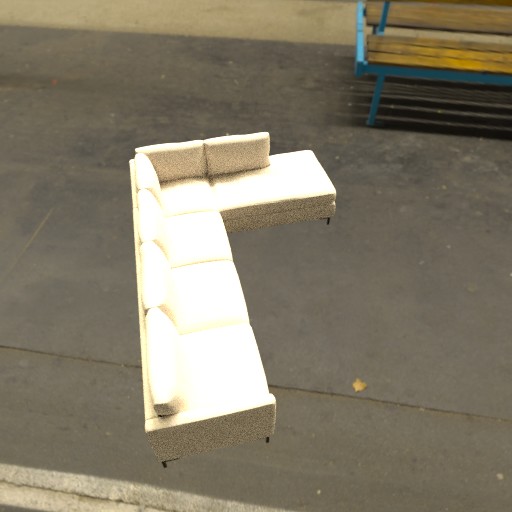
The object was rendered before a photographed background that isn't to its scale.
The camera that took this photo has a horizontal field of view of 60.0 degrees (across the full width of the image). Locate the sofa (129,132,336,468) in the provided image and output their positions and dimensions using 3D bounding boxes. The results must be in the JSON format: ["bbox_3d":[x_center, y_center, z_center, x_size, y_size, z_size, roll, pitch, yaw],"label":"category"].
[{"bbox_3d":[0.000,0.000,3.865,2.007,0.815,2.949,-9,47,-9],"label":"sofa"}]
